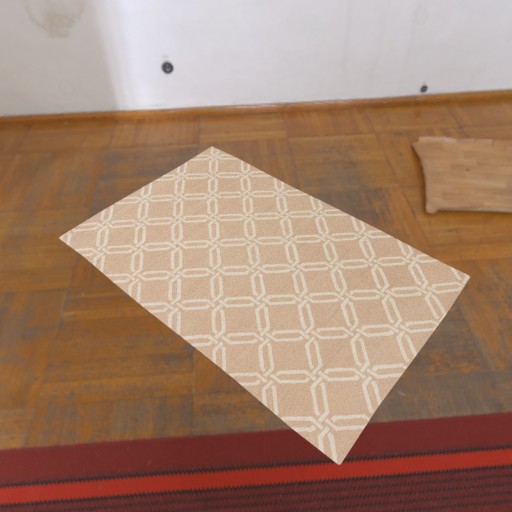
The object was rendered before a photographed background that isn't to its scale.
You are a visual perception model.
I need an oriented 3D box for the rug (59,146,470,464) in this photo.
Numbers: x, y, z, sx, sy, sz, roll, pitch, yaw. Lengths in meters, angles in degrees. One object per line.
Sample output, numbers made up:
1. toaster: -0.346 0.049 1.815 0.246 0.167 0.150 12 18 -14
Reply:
1. rug: 0.000 0.000 2.213 1.745 0.010 1.146 32 54 27
